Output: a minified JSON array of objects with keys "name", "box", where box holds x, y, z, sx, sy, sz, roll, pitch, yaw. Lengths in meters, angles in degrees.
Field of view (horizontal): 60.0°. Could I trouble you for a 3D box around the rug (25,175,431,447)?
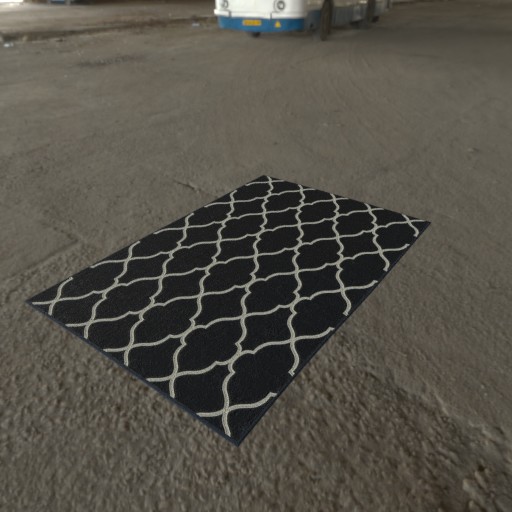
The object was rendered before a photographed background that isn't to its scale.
[{"name":"rug","box":[0.000,0.000,2.861,1.526,0.014,2.290,22,38,30]}]
